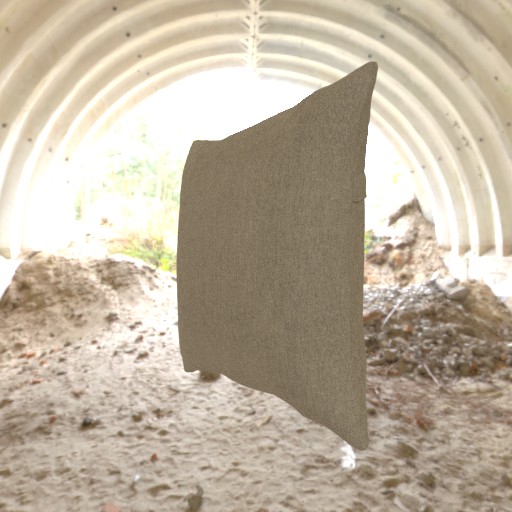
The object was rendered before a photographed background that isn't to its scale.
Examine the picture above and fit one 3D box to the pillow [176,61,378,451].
[{"bbox_3d":[0.000,0.000,0.663,0.173,0.436,0.433,0,0,-36],"label":"pillow"}]
